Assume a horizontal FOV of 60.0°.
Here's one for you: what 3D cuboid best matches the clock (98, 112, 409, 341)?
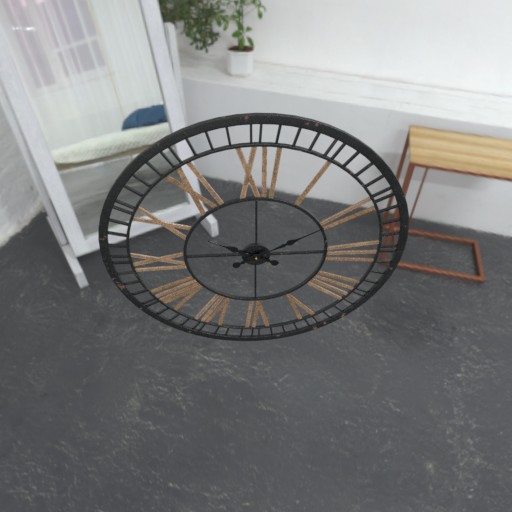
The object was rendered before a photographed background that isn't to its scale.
[{"bbox_3d":[0.000,0.000,1.235,0.843,0.843,0.025,-2,45,-2],"label":"clock"}]
